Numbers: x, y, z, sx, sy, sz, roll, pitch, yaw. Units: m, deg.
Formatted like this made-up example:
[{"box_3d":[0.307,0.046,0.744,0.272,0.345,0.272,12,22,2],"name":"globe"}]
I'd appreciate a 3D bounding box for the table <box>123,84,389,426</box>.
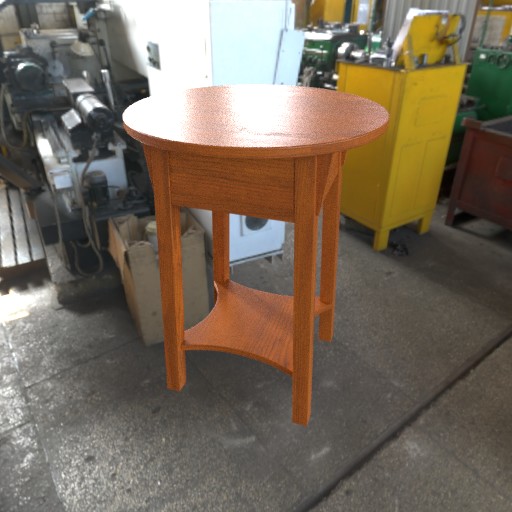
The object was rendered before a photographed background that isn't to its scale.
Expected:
[{"box_3d":[0.000,0.000,0.940,0.457,0.610,0.457,0,31,0],"name":"table"}]
